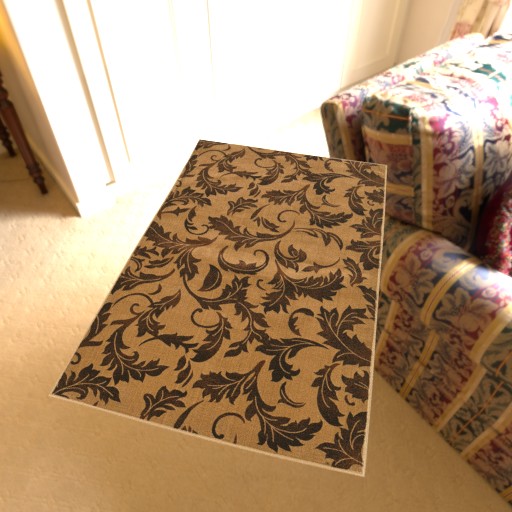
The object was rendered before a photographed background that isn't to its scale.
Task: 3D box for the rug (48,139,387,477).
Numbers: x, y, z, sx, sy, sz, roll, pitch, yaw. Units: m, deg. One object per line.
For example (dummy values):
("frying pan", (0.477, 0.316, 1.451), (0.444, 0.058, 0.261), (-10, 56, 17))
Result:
("rug", (0.000, 0.000, 2.757), (1.522, 0.008, 2.284), (10, 49, 9))
